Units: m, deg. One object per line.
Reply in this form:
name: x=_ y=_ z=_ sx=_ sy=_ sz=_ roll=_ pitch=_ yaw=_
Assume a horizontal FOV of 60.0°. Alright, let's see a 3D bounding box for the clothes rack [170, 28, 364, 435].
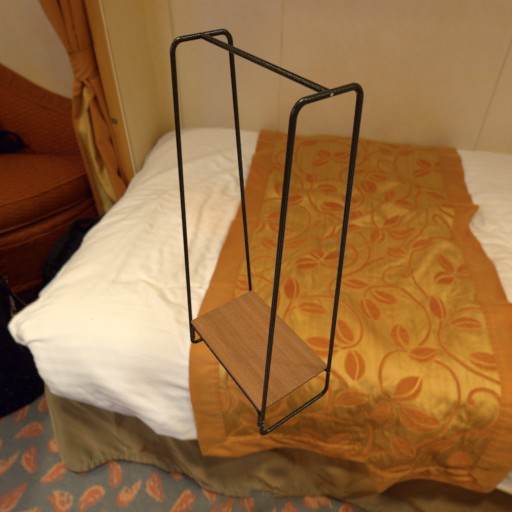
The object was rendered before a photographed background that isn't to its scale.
clothes rack: x=0.000 y=0.000 z=1.752 sx=0.400 sy=1.500 sz=0.640 roll=-25 pitch=47 yaw=-26
